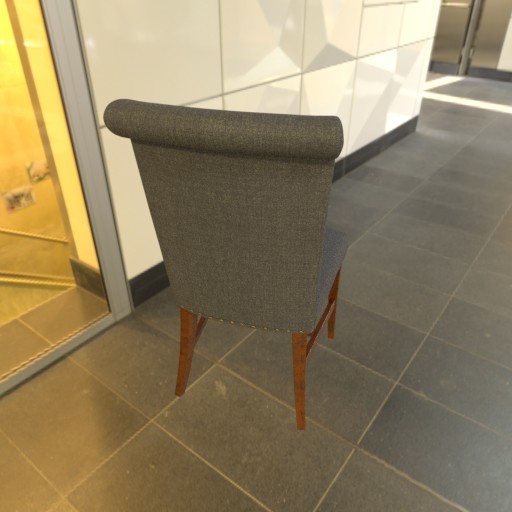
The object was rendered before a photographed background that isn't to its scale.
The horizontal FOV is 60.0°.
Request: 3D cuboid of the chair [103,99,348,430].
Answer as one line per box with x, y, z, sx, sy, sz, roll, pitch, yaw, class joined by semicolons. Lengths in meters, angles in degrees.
0.000;0.000;1.344;0.513;0.988;0.608;10;33;15;chair
